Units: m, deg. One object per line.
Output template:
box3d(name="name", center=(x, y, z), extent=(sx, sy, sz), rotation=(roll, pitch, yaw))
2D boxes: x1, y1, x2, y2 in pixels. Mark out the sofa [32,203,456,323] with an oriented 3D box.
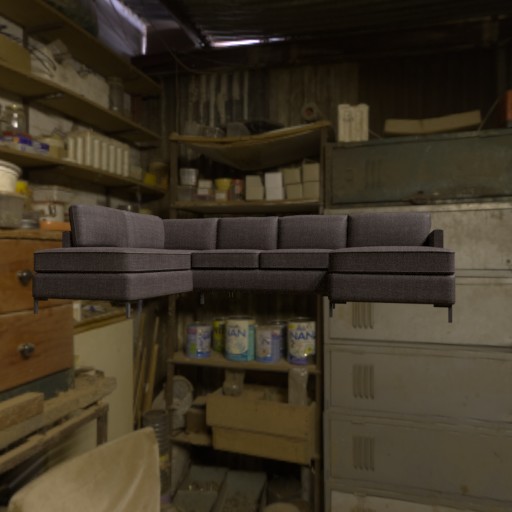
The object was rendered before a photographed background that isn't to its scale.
box3d(name="sofa", center=(0.000, 0.000, 4.250), extent=(3.423, 0.999, 2.048), rotation=(0, 0, 18))
